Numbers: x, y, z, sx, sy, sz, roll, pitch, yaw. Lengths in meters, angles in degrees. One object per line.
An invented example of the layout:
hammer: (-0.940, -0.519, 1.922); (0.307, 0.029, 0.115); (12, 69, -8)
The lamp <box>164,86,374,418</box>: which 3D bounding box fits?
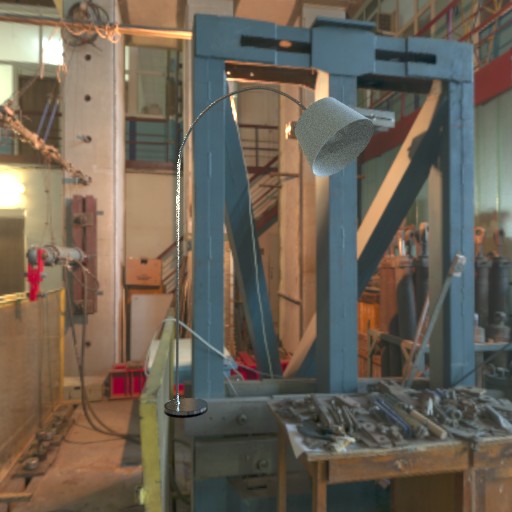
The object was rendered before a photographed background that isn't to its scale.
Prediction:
lamp: (0.000, 0.000, 2.708); (1.445, 2.098, 0.406); (0, -1, 34)
